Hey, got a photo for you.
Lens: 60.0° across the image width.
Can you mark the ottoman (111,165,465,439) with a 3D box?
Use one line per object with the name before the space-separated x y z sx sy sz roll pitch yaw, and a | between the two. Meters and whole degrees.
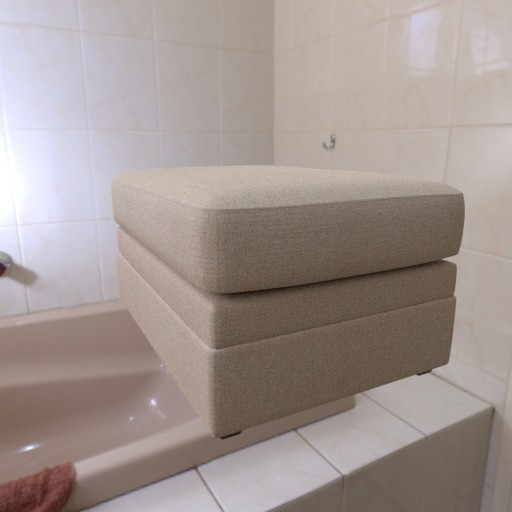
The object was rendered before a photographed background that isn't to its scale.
ottoman | 0.000 0.000 1.234 0.637 0.478 0.885 -7 16 -27
